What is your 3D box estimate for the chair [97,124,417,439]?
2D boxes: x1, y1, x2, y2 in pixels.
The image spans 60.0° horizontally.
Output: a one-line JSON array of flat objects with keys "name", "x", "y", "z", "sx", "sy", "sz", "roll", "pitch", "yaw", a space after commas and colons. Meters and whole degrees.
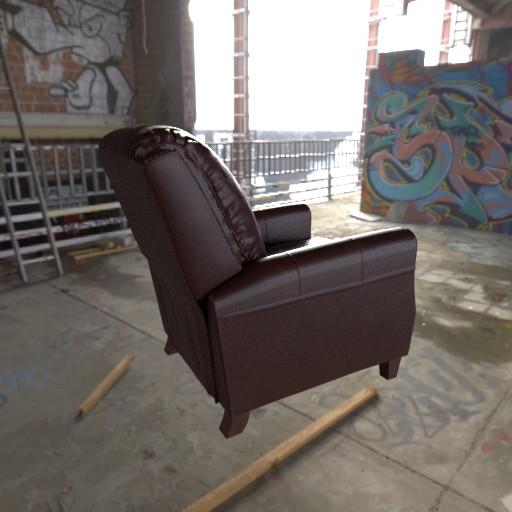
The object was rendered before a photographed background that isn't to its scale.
[{"name": "chair", "x": 0.000, "y": 0.000, "z": 1.804, "sx": 1.089, "sy": 1.022, "sz": 0.826, "roll": -8, "pitch": 18, "yaw": -27}]
